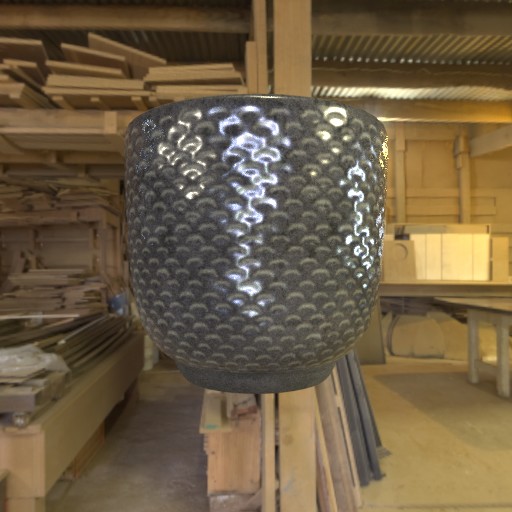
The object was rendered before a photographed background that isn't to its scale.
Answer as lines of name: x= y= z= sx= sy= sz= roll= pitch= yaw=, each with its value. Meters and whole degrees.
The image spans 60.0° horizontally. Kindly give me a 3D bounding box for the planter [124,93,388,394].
planter: x=0.000 y=0.000 z=0.244 sx=0.140 sy=0.129 sz=0.140 roll=0 pitch=0 yaw=0
